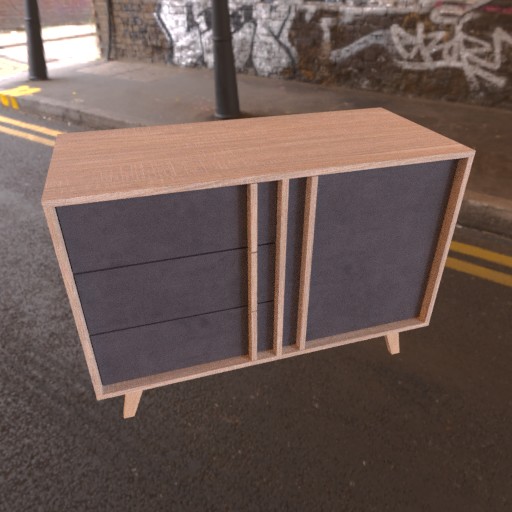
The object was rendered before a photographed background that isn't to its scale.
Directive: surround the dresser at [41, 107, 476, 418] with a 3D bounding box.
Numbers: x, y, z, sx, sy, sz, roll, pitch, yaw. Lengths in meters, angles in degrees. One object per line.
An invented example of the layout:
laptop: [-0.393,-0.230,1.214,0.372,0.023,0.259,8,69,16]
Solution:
dresser: [0.000,0.000,1.490,1.110,0.780,0.500,-9,33,-14]
